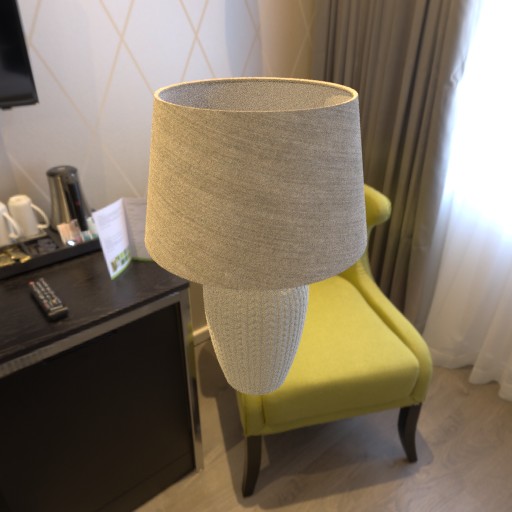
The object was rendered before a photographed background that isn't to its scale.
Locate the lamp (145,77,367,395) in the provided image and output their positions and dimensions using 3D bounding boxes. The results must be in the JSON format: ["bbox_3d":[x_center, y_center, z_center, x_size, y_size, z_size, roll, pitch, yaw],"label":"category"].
[{"bbox_3d":[0.000,0.000,0.822,0.390,0.580,0.390,0,29,0],"label":"lamp"}]
